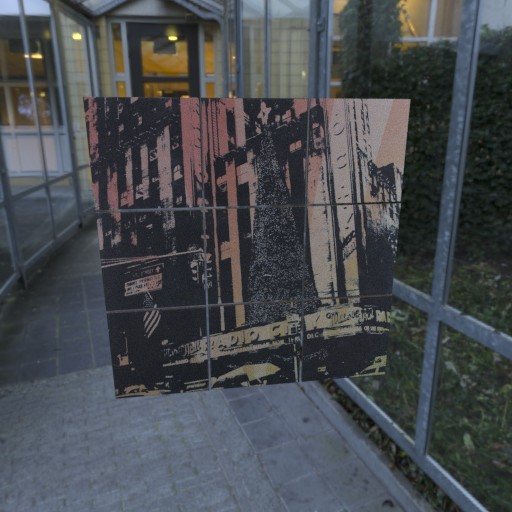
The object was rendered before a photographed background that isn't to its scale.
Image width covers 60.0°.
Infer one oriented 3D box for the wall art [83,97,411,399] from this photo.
[{"bbox_3d":[0.000,0.000,1.810,1.216,1.216,0.013,-3,17,-8],"label":"wall art"}]
